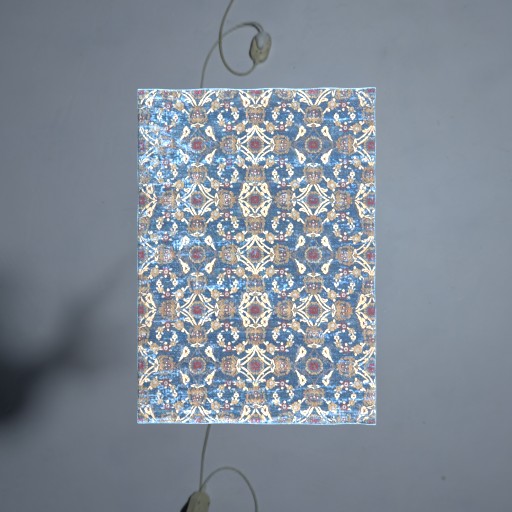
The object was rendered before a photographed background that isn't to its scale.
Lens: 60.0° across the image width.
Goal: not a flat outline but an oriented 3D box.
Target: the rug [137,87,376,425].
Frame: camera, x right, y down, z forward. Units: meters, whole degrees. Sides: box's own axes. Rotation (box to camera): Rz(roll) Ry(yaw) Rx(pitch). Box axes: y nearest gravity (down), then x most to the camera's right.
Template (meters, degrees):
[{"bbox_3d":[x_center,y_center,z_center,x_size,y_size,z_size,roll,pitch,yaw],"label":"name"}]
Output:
[{"bbox_3d":[0.000,0.000,2.912,1.567,0.014,2.207,0,90,1],"label":"rug"}]
